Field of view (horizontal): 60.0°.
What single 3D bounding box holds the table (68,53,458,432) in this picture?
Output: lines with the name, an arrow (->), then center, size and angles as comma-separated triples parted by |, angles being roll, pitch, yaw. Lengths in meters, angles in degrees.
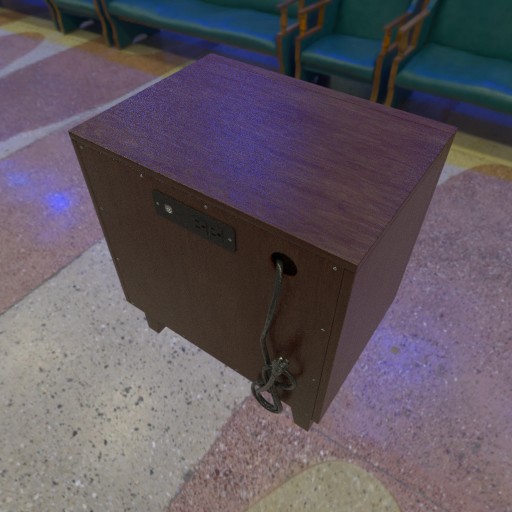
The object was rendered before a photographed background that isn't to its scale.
table -> 0.000, 0.000, 0.987 | 0.557, 0.609, 0.449 | 27, 52, 23
